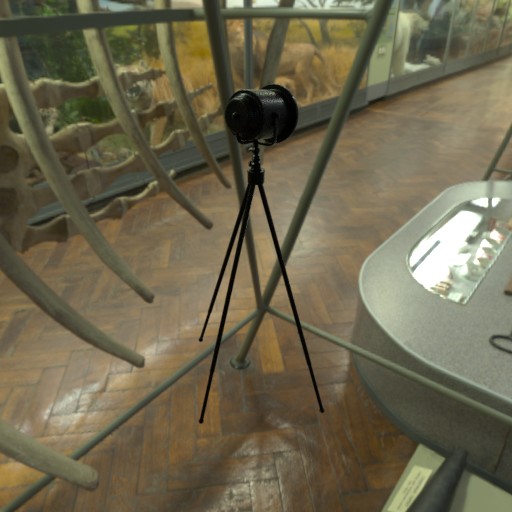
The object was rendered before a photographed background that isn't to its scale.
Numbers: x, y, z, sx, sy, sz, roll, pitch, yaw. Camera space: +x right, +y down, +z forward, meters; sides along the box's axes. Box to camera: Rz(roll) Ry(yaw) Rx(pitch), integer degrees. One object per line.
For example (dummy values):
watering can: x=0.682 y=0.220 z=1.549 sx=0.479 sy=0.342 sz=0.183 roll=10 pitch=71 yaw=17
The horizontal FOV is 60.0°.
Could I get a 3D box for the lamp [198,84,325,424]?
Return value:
lamp: x=0.000 y=0.000 z=2.089 sx=0.879 sy=1.504 sz=0.884 roll=22 pitch=37 yaw=33
